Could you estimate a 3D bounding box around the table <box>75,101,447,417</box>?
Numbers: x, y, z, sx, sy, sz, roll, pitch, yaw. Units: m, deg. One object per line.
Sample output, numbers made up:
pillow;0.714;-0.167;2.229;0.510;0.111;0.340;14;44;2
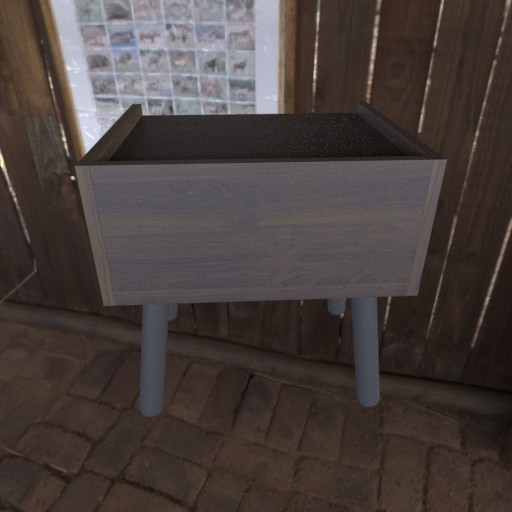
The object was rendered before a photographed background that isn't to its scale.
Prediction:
table;0.000;0.000;0.811;0.450;0.470;0.370;-2;30;-3
